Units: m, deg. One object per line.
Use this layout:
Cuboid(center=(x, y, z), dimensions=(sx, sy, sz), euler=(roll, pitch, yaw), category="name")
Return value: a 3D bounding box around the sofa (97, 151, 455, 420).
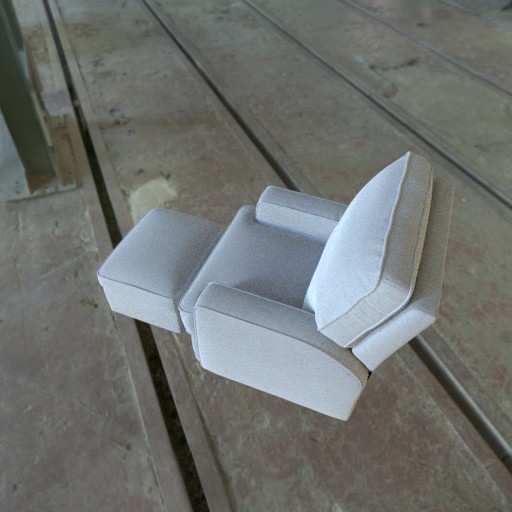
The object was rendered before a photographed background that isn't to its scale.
Cuboid(center=(0.000, 0.000, 2.025), dimensions=(1.472, 0.959, 0.861), euler=(16, 48, 15), category="sofa")
